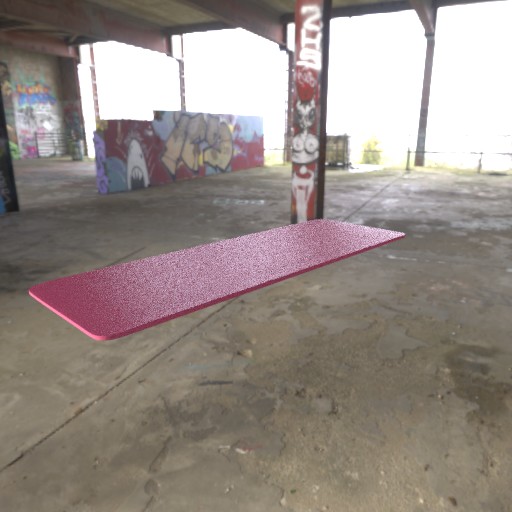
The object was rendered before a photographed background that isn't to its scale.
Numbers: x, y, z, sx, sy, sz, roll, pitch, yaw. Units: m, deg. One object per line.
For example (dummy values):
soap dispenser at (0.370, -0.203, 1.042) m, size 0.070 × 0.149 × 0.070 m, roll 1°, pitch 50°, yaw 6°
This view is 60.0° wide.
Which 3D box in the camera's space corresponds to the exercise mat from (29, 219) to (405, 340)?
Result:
exercise mat at (0.000, 0.000, 2.121) m, size 1.884 × 0.021 × 0.616 m, roll -16°, pitch 22°, yaw -43°
